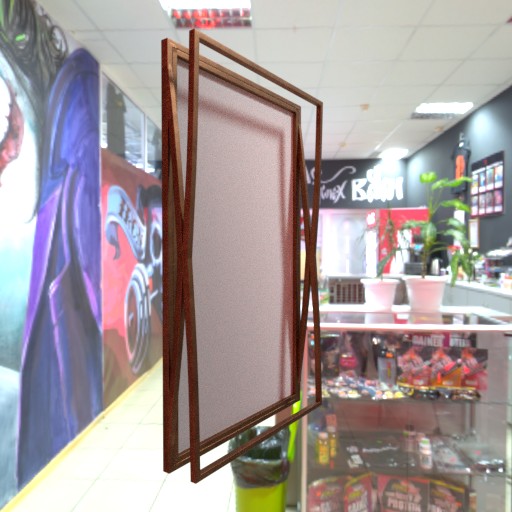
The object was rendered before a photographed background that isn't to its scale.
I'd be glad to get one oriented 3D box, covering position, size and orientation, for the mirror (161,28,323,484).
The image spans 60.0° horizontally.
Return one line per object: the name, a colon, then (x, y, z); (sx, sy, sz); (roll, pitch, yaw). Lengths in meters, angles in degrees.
mirror: (0.000, 0.000, 0.956); (0.082, 0.768, 0.468); (1, 1, 36)
